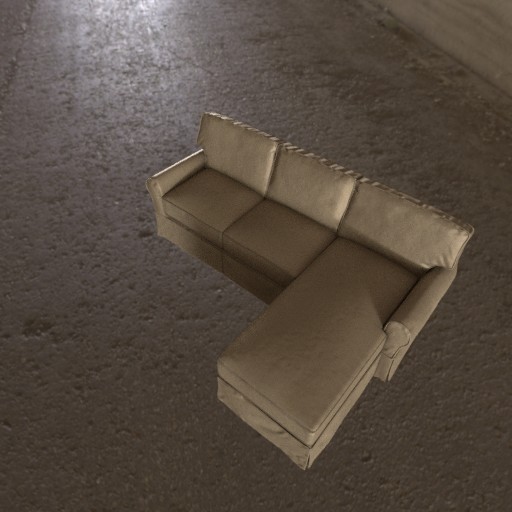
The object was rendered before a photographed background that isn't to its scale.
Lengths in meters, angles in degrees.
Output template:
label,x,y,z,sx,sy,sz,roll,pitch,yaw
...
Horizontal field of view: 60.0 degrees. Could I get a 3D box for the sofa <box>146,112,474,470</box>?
label,x,y,z,sx,sy,sz,roll,pitch,yaw
sofa,0.000,0.000,3.319,2.475,0.978,1.733,31,54,26
